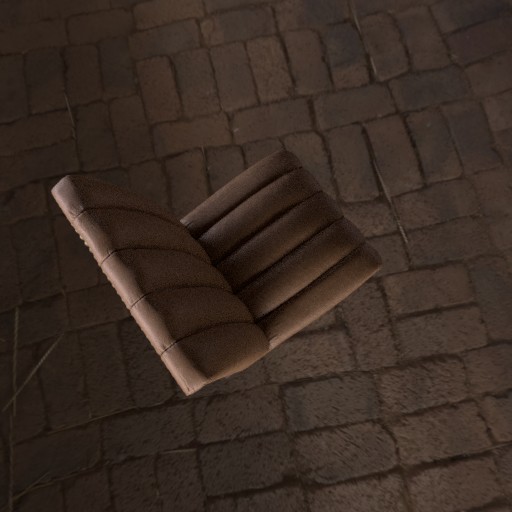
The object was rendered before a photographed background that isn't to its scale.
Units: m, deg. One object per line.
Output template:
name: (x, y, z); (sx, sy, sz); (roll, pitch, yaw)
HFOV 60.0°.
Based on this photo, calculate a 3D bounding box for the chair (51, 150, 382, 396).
chair: (0.000, 0.000, 1.323); (0.647, 1.016, 0.511); (-36, 78, -9)
